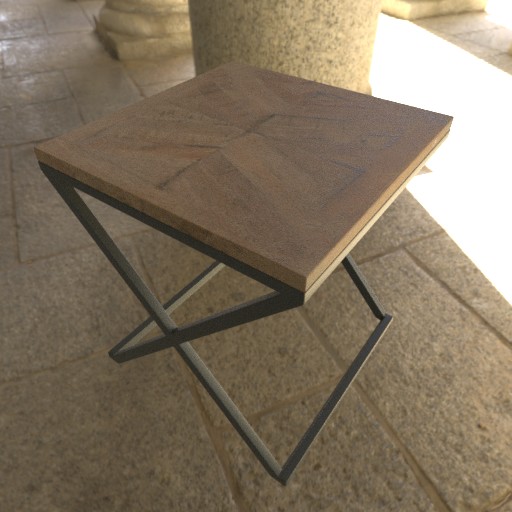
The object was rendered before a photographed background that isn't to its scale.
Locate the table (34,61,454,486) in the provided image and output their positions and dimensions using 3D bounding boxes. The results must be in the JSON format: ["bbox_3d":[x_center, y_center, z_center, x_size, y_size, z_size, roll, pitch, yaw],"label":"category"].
[{"bbox_3d":[0.000,0.000,0.909,0.498,0.550,0.499,26,48,26],"label":"table"}]
